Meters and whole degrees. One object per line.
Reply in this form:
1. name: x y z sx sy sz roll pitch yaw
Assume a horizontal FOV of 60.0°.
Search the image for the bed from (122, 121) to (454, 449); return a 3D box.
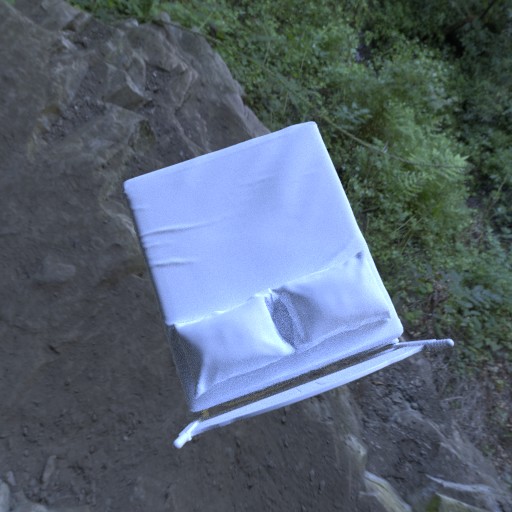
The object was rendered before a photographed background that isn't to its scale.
1. bed: 0.000 0.000 3.282 1.873 1.356 2.040 -19 77 -4
